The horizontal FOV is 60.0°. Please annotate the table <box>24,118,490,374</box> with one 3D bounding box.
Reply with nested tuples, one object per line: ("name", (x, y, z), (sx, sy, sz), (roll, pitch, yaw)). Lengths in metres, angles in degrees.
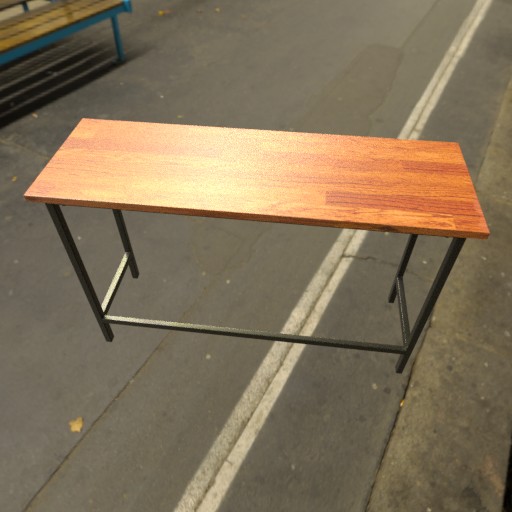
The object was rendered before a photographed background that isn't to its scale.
("table", (0.000, 0.000, 1.539), (1.204, 0.740, 0.408), (5, 47, 5))
